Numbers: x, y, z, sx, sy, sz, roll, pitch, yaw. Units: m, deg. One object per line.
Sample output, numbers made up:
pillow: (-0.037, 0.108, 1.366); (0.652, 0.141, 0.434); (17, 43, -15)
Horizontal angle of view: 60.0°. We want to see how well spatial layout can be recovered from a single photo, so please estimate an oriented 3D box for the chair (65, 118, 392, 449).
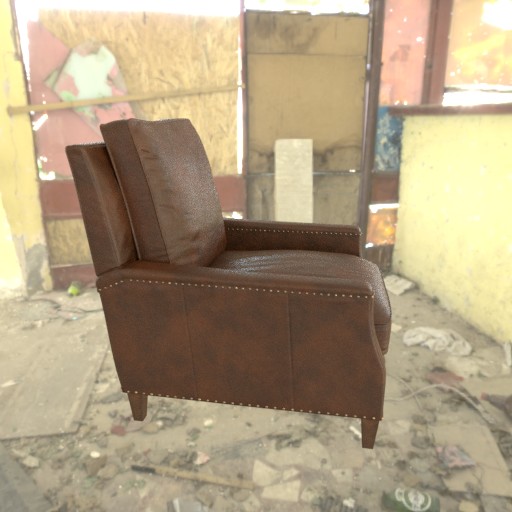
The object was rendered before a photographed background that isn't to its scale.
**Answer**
chair: (0.000, 0.000, 1.774); (1.035, 1.054, 0.854); (3, 17, 10)
